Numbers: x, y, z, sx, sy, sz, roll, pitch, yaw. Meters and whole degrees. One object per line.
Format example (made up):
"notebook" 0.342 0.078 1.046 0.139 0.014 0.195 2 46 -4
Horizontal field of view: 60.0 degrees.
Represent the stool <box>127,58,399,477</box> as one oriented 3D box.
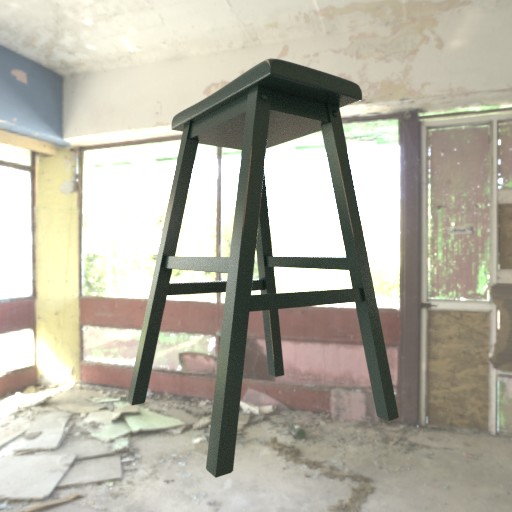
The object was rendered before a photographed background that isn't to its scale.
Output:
"stool" 0.000 0.000 1.060 0.476 0.737 0.457 0 1 -34
